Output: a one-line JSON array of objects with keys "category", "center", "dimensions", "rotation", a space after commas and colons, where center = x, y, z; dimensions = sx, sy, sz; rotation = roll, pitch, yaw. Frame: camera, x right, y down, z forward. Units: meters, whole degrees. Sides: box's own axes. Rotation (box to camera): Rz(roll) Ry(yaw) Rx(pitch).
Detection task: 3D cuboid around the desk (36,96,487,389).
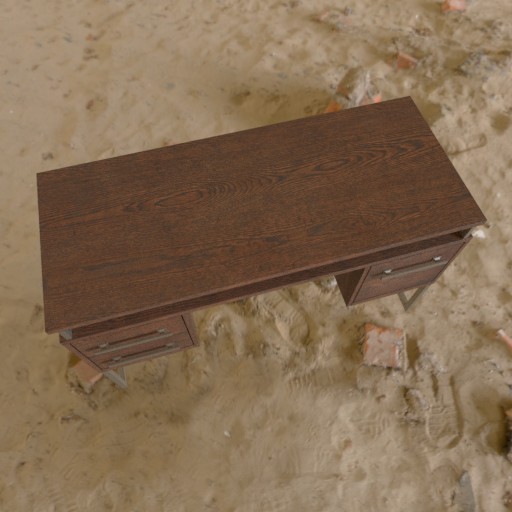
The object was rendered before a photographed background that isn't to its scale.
[{"category": "desk", "center": [0.000, 0.000, 1.806], "dimensions": [1.384, 0.792, 0.610], "rotation": [-14, 63, -7]}]
